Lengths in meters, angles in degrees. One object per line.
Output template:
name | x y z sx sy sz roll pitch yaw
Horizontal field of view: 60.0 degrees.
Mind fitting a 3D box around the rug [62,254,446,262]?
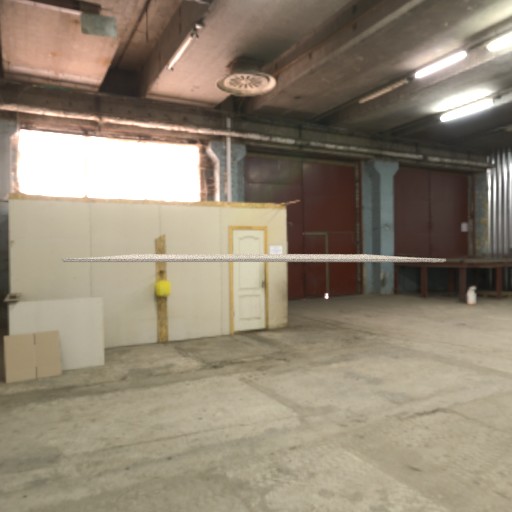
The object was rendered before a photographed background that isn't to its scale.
rug | 0.000 0.000 2.215 1.154 0.021 1.792 0 1 1
